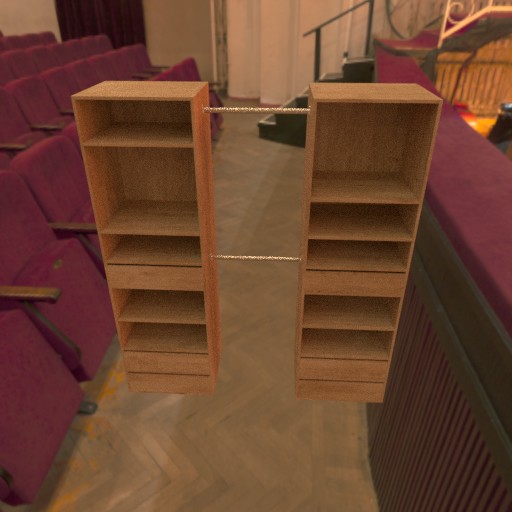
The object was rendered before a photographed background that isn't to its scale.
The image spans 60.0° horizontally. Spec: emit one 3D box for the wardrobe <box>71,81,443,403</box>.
[{"bbox_3d":[0.000,0.000,2.807,1.770,2.000,0.480,2,30,3],"label":"wardrobe"}]
